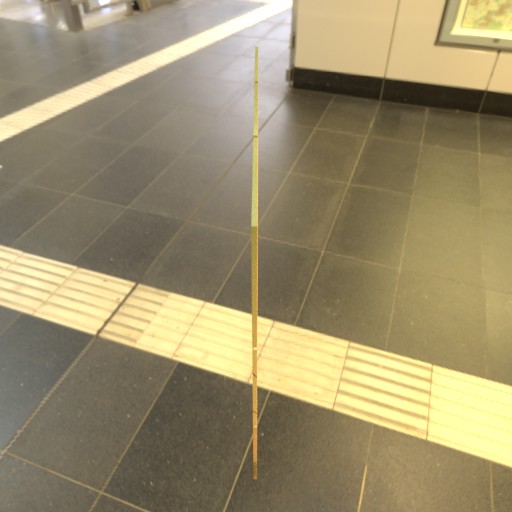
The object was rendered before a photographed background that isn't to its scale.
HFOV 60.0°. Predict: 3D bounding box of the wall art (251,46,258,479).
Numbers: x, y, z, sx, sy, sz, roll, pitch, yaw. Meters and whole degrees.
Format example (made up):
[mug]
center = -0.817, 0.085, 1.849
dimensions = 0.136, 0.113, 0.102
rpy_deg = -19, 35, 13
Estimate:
[wall art]
center = 0.000, 0.000, 1.760
dimensions = 0.013, 1.219, 1.214
rpy_deg = 0, 41, 0
